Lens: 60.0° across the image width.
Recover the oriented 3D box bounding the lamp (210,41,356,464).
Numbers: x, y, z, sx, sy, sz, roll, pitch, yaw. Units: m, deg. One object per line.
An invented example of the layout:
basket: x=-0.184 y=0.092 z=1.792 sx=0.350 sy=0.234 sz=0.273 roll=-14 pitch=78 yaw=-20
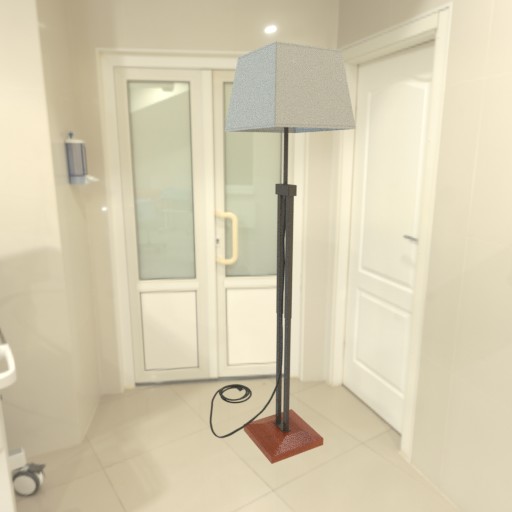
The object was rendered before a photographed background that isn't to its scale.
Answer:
lamp: x=0.000 y=0.000 z=2.026 sx=0.472 sy=1.712 sz=0.745 roll=-7 pitch=15 yaw=-27
